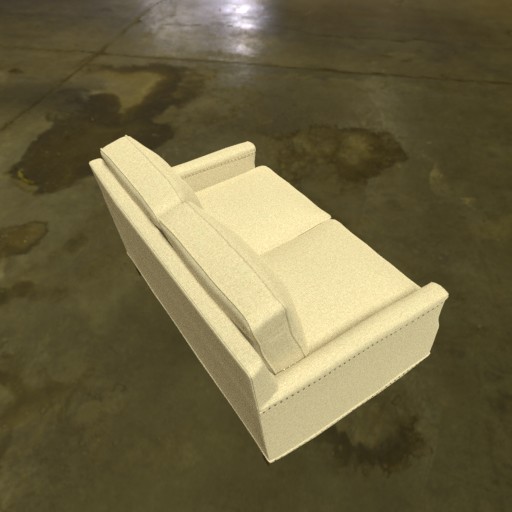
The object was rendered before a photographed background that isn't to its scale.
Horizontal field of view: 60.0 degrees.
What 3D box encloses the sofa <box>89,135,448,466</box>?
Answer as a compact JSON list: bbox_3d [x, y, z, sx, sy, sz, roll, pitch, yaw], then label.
[{"bbox_3d":[0.000,0.000,2.265,1.084,1.003,1.597,-25,49,-24],"label":"sofa"}]
